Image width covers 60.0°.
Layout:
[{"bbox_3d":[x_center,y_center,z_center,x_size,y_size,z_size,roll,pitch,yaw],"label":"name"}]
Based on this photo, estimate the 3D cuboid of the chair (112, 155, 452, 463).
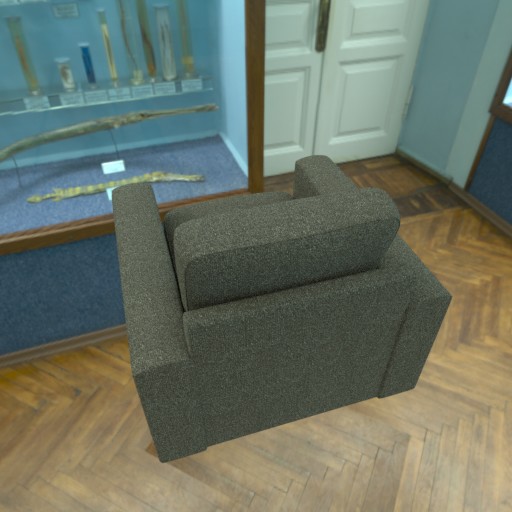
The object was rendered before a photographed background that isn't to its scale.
[{"bbox_3d":[0.000,0.000,1.729,1.005,0.873,1.016,-11,42,-13],"label":"chair"}]
